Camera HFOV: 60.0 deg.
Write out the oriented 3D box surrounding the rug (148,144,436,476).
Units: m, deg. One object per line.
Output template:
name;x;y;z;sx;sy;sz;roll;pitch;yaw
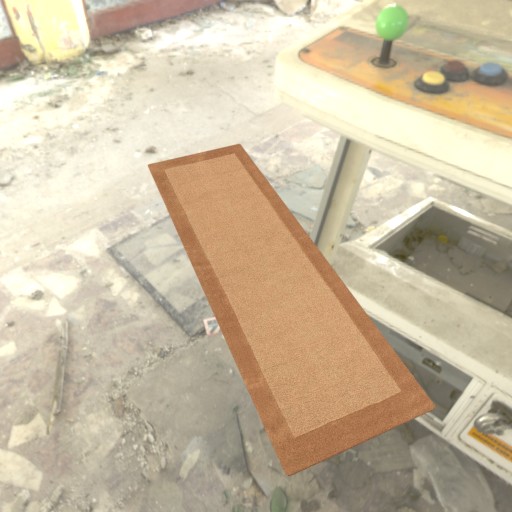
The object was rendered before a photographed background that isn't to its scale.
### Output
rug;0.000;0.000;2.710;0.764;0.017;2.439;-17;48;-16
